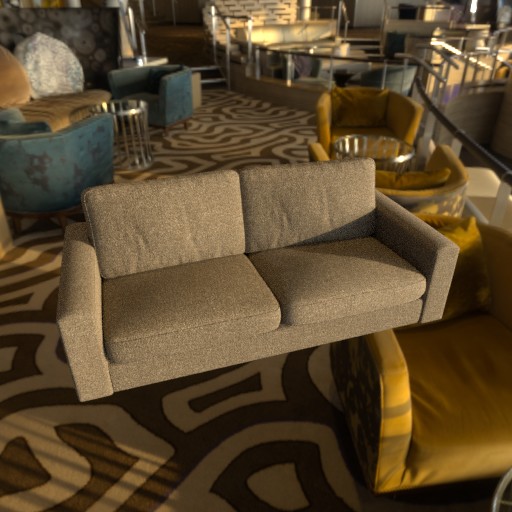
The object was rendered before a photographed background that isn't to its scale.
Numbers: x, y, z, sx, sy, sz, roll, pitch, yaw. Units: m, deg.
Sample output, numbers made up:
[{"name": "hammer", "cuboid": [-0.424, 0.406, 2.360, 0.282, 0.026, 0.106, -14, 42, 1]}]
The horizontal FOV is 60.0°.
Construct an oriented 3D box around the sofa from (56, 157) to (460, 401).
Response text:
[{"name": "sofa", "cuboid": [0.000, 0.000, 2.695, 2.179, 0.873, 1.016, -9, 32, -15]}]
